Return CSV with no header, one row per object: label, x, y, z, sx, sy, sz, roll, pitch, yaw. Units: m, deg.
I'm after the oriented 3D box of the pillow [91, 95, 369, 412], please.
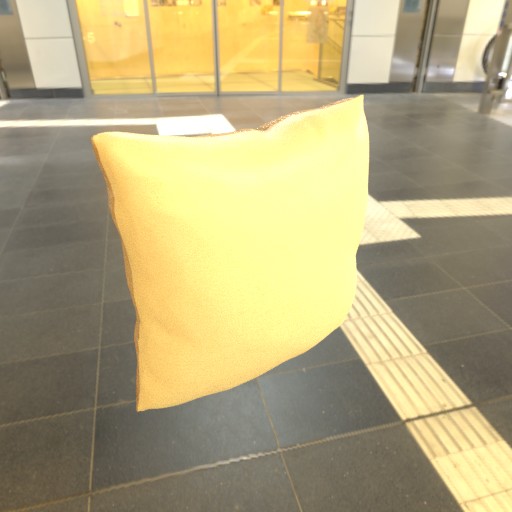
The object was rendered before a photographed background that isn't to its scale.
pillow,0.000,0.000,0.705,0.450,0.448,0.245,-19,35,-29
